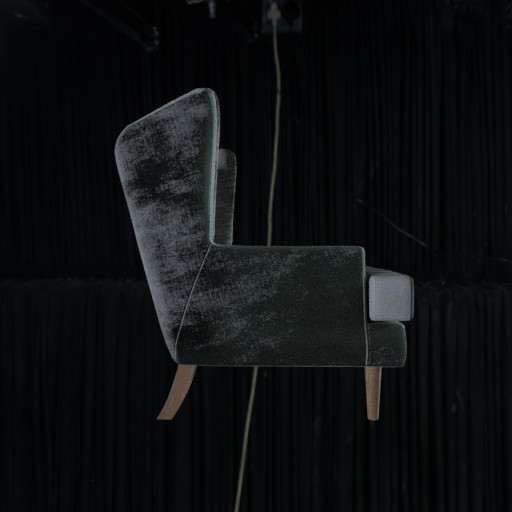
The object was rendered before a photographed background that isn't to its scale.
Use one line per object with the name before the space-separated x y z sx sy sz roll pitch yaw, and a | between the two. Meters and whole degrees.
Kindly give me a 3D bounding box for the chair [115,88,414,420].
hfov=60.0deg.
chair | 0.000 0.000 1.619 0.906 0.950 0.784 0 0 1
